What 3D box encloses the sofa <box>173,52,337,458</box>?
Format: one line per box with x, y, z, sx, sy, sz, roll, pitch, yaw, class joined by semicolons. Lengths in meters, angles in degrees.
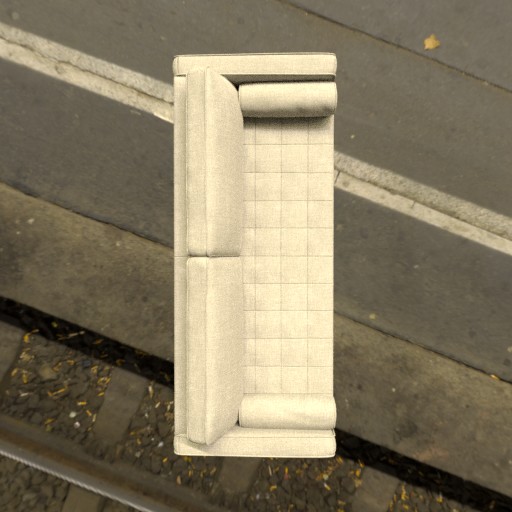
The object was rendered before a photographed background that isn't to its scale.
0.000;0.000;2.591;0.914;0.762;2.211;0;91;1;sofa
